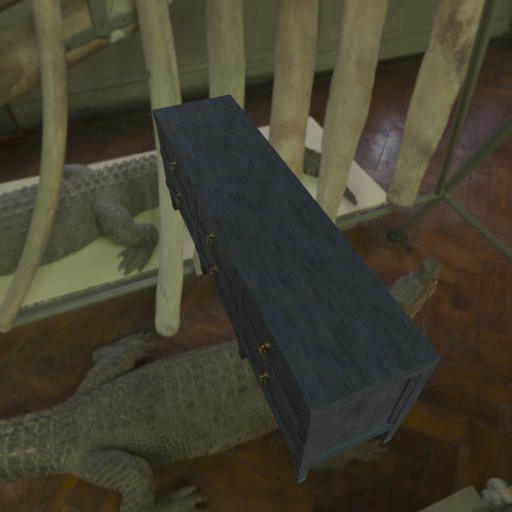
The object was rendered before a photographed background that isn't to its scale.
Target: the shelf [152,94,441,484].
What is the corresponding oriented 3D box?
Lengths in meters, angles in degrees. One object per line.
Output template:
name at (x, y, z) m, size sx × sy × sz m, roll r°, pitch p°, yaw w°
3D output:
shelf at (0.000, 0.000, 2.184) m, size 0.471 × 0.715 × 1.878 m, roll -17°, pitch 49°, yaw -16°
